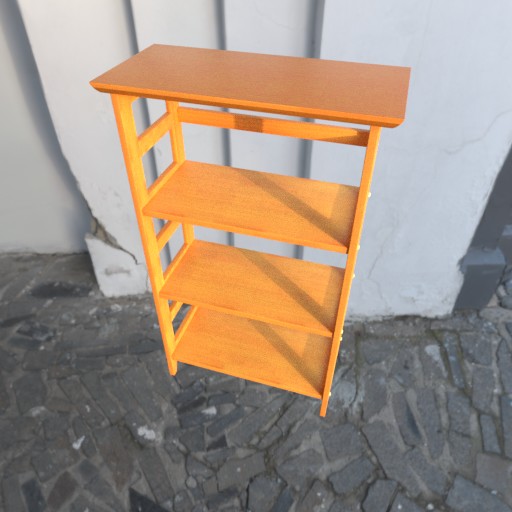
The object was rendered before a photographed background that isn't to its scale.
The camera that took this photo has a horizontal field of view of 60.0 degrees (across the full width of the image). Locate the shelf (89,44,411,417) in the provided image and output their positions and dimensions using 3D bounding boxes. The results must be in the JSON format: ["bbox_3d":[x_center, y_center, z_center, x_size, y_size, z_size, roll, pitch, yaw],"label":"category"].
[{"bbox_3d":[0.000,0.000,1.337,0.660,1.067,0.305,11,42,13],"label":"shelf"}]
